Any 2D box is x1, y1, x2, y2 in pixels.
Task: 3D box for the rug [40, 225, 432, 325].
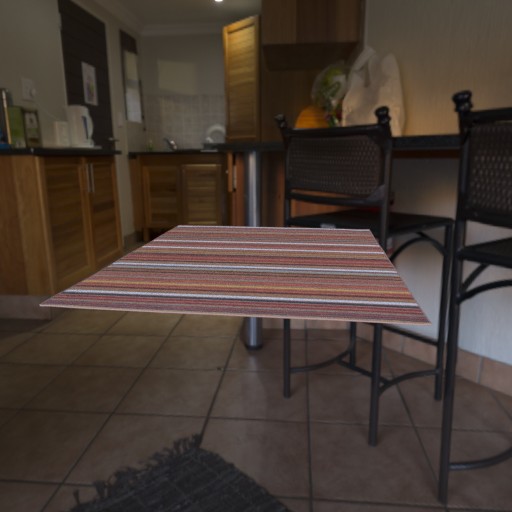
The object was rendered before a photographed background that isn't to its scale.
[{"bbox_3d":[0.000,0.000,4.214,2.479,0.023,3.092,2,14,7],"label":"rug"}]
